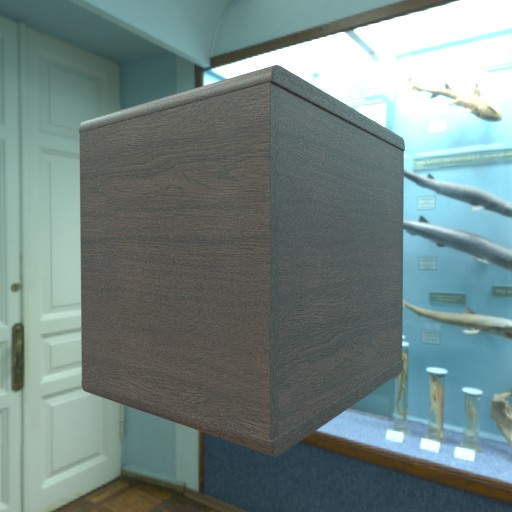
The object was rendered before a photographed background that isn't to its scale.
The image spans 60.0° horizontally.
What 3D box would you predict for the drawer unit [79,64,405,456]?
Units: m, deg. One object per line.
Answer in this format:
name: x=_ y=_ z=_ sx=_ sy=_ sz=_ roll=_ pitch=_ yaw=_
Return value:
drawer unit: x=0.000 y=0.000 z=0.602 sx=0.290 sy=0.344 sz=0.344 roll=1 pitch=2 yaw=37
